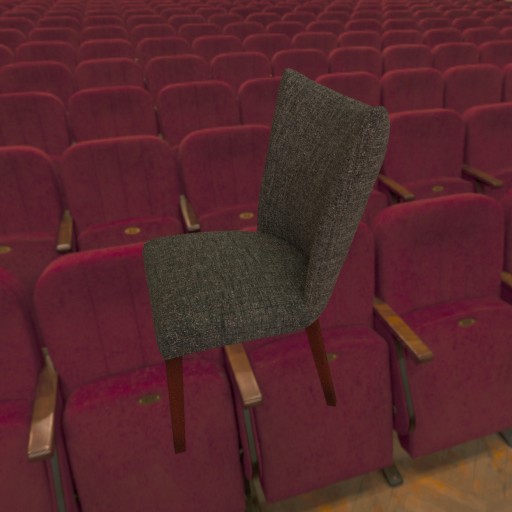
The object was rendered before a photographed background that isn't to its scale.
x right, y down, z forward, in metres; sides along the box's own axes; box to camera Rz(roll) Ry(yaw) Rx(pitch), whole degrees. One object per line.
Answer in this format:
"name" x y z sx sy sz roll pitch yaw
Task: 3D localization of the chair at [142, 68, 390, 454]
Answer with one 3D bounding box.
"chair" 0.000 0.000 1.276 0.623 0.924 0.535 -9 32 -14
